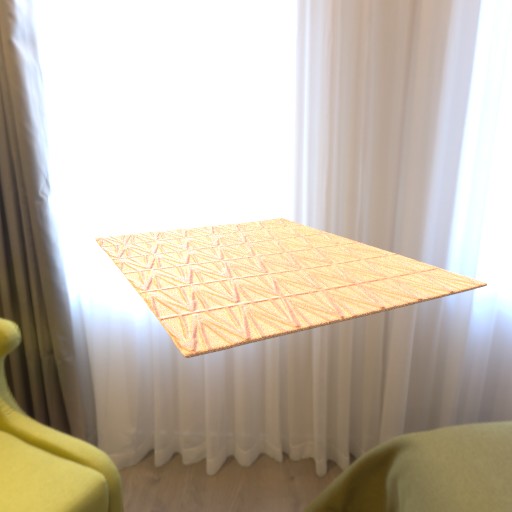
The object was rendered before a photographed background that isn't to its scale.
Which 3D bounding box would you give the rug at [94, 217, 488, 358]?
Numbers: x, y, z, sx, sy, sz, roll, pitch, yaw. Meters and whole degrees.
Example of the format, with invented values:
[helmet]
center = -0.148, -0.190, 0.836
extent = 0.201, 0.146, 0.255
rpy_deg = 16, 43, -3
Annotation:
[rug]
center = 0.000, 0.000, 4.146
extent = 2.453, 0.043, 3.052
rpy_deg = -8, 18, -27
